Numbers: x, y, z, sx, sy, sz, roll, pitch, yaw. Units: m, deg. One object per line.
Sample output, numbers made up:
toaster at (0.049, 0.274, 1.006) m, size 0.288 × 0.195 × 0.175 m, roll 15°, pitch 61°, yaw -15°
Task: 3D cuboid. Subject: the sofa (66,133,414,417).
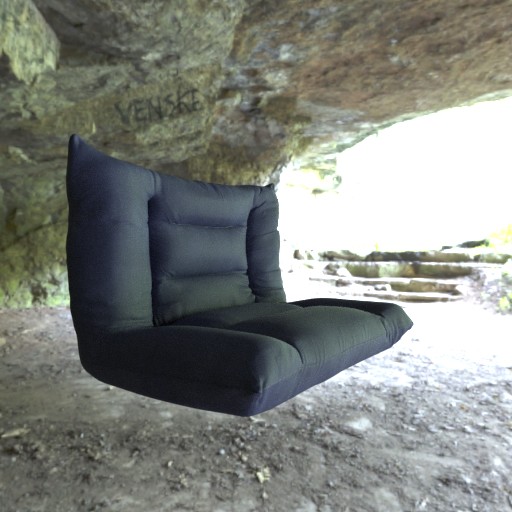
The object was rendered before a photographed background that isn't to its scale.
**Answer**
sofa at (0.000, 0.000, 1.654) m, size 0.849 × 0.778 × 1.122 m, roll 1°, pitch 2°, yaw 37°
